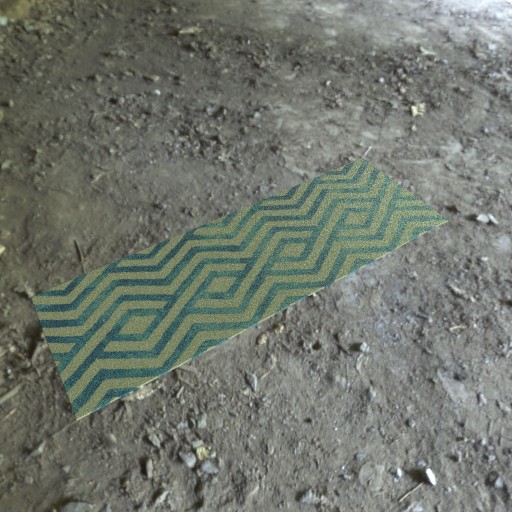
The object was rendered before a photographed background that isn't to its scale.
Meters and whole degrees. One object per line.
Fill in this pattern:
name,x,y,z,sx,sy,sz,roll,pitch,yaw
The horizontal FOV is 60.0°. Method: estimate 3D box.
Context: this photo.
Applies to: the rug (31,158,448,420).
rug,0.000,0.000,1.629,1.492,0.007,0.503,-25,52,-21
